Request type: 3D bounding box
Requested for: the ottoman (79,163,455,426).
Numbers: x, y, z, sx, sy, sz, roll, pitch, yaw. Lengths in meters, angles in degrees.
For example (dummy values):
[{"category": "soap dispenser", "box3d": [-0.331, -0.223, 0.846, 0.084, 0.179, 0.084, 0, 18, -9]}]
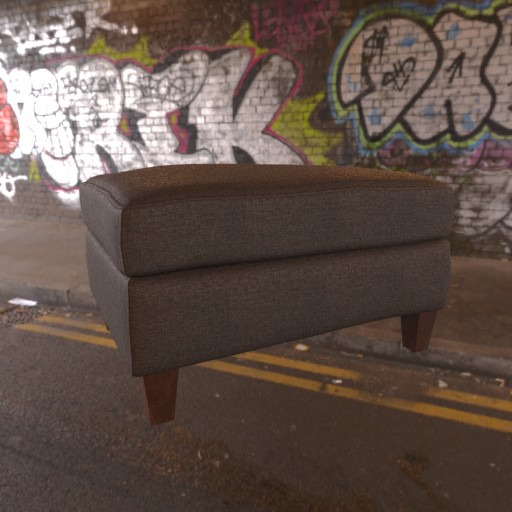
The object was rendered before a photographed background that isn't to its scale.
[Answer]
[{"category": "ottoman", "box3d": [0.000, 0.000, 1.203, 0.826, 0.496, 0.639, -7, 15, -26]}]
